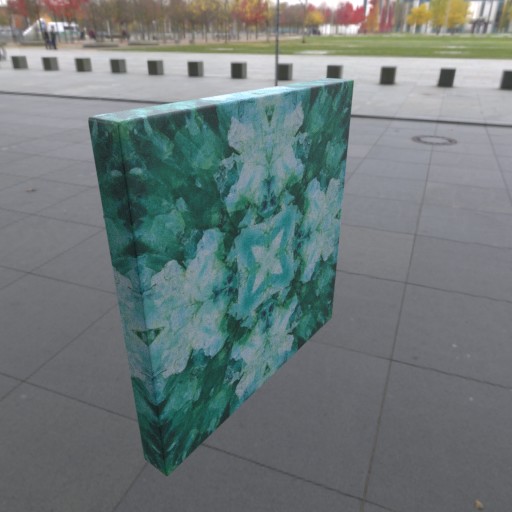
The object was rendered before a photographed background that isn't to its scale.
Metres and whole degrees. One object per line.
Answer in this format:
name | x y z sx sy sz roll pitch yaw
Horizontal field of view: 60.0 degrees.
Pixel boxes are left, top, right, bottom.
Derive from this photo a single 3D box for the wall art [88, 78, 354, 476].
wall art | 0.000 0.000 0.450 0.033 0.313 0.313 19 33 32
